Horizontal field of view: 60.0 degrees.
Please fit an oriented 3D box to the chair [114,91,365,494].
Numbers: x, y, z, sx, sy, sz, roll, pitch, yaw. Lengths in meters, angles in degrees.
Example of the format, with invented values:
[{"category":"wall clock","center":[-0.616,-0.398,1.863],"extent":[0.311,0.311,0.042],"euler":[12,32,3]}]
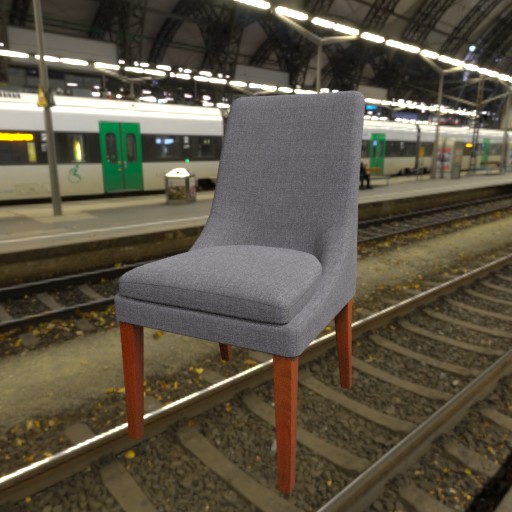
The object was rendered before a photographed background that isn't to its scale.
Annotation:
[{"category":"chair","center":[0.000,0.000,1.291],"extent":[0.508,0.952,0.655],"euler":[6,15,25]}]
